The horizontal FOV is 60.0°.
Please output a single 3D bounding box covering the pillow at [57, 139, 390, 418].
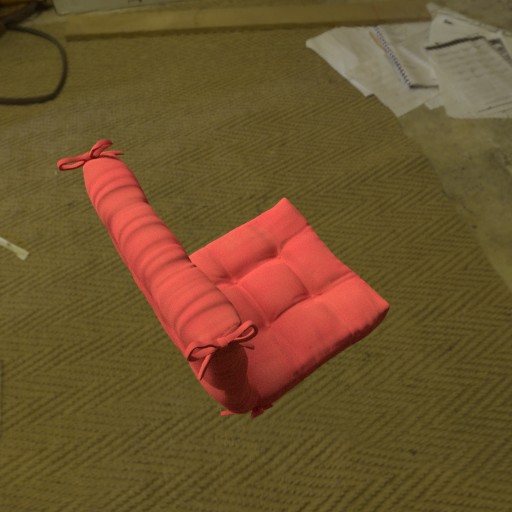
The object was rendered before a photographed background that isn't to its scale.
[{"bbox_3d":[0.000,0.000,1.030,0.571,0.605,0.519,-31,62,-18],"label":"pillow"}]
